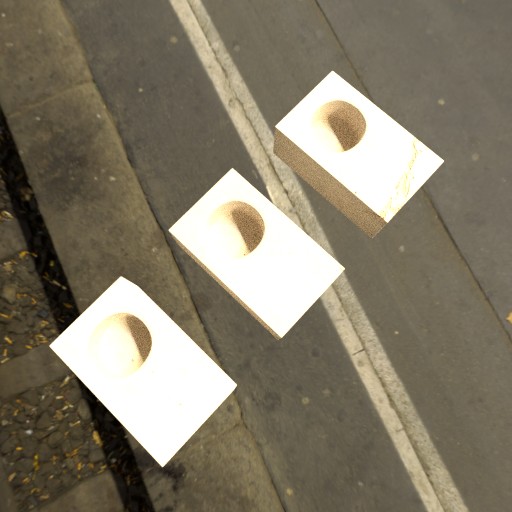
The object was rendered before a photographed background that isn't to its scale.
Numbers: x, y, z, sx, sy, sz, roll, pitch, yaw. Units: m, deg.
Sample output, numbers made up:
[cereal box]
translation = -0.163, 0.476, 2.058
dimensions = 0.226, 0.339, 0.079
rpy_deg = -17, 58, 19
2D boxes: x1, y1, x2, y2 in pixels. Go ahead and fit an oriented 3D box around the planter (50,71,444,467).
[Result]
[planter]
translation = 0.000, 0.000, 0.386
dimensions = 0.127, 0.051, 0.333
rpy_deg = 43, 81, 9
